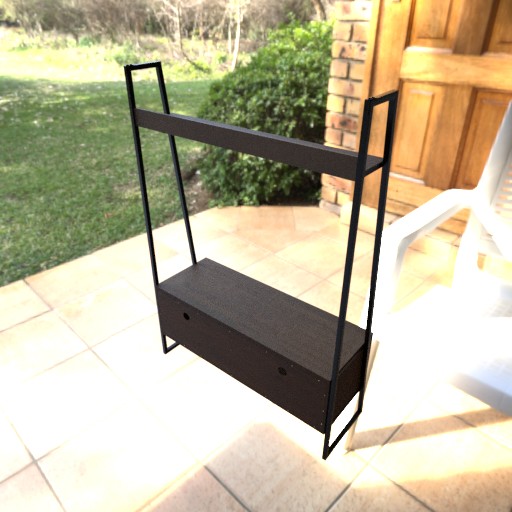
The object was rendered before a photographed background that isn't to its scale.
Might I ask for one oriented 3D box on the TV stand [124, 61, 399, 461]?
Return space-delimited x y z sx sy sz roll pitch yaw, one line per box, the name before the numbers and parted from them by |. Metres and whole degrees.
TV stand | 0.000 0.000 2.291 1.250 1.772 0.432 22 37 33
